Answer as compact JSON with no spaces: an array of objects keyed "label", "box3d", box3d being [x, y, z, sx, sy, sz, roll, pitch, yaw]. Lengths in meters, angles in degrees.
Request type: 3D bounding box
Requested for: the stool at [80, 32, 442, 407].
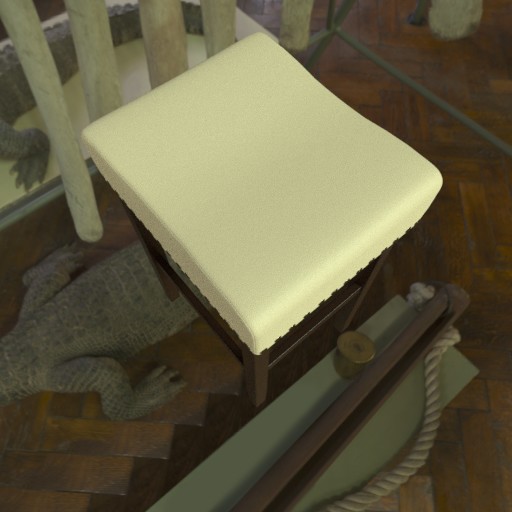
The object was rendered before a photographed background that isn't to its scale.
[{"label":"stool","box3d":[0.000,0.000,1.045,0.401,0.762,0.471,-37,69,-17]}]
